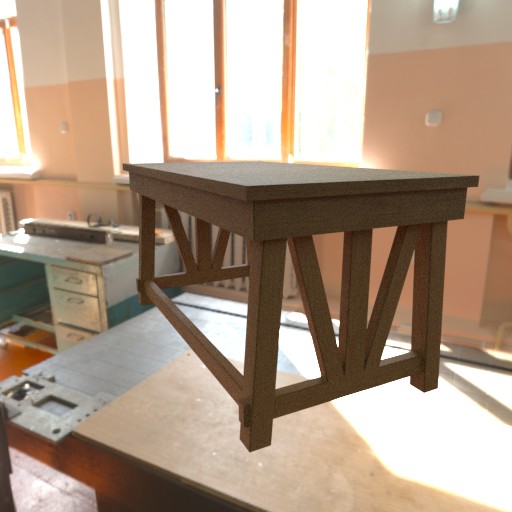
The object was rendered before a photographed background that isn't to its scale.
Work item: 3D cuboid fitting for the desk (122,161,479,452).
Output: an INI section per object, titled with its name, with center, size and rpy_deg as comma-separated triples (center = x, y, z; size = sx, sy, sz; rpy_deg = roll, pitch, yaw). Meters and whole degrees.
[desk]
center = 0.000, 0.000, 1.953
size = 0.813, 0.762, 1.499
rpy_deg = -7, 16, -26
